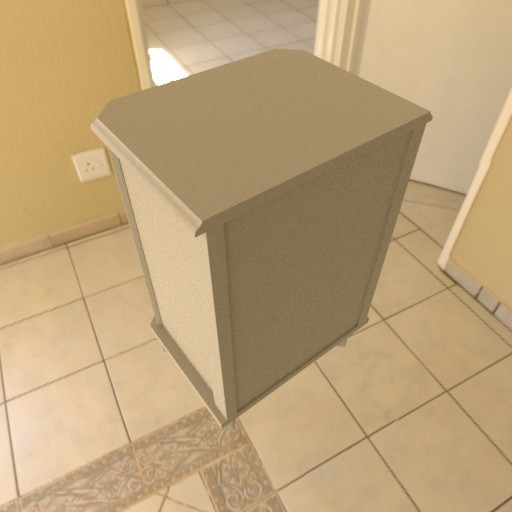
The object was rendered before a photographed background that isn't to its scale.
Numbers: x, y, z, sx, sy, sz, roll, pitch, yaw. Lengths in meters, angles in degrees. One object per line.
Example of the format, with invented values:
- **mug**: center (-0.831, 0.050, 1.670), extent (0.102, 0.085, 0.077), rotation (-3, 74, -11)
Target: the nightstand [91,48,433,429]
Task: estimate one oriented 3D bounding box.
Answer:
- **nightstand**: center (0.000, 0.000, 0.950), extent (0.450, 0.680, 0.350), rotation (-29, 53, -25)
